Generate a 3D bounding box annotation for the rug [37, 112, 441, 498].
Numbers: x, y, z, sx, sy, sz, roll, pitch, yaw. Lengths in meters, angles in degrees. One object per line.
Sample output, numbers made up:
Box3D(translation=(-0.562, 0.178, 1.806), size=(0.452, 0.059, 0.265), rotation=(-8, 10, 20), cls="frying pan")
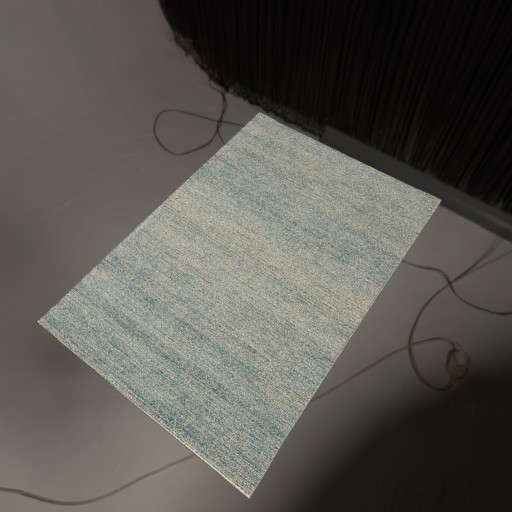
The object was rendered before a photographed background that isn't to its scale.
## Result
Box3D(translation=(0.000, 0.000, 5.126), size=(2.802, 0.052, 4.078), rotation=(32, 63, 18), cls="rug")
